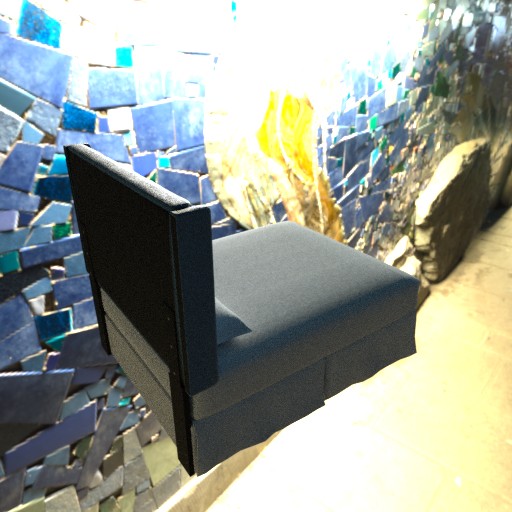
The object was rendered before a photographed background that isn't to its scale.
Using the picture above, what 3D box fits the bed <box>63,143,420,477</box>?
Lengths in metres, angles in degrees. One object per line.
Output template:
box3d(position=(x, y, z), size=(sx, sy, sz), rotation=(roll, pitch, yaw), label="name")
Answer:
box3d(position=(0.000, 0.000, 3.332), size=(2.078, 1.665, 1.719), rotation=(-18, 31, -32), label="bed")
